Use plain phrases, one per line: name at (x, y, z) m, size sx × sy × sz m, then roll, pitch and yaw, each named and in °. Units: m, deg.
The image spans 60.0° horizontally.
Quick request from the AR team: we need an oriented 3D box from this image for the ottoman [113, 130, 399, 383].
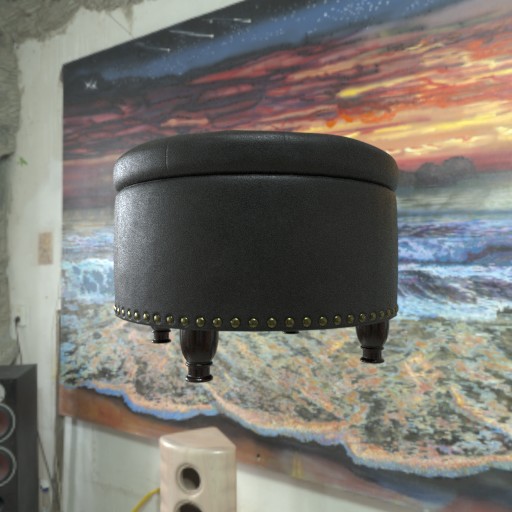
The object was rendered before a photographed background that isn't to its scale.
ottoman at (0.000, 0.000, 1.038) m, size 0.637 × 0.442 × 0.637 m, roll 0°, pitch 0°, yaw 0°
